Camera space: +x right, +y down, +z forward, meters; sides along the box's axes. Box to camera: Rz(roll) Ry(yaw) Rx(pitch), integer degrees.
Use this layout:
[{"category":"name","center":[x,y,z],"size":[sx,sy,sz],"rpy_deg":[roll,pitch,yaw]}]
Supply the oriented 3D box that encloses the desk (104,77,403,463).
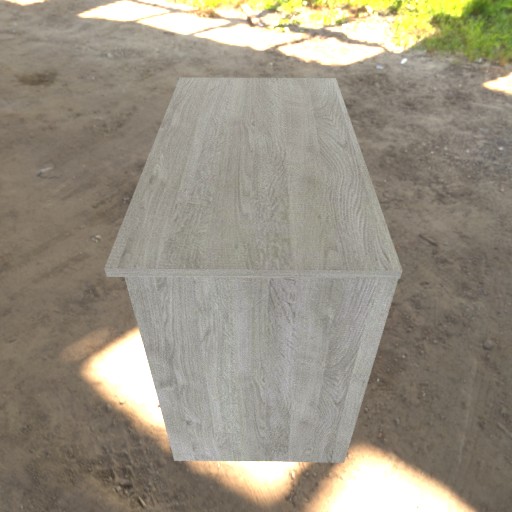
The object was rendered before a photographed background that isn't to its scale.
[{"category":"desk","center":[0.000,0.000,1.313],"size":[0.498,0.724,0.893],"rpy_deg":[0,41,0]}]
